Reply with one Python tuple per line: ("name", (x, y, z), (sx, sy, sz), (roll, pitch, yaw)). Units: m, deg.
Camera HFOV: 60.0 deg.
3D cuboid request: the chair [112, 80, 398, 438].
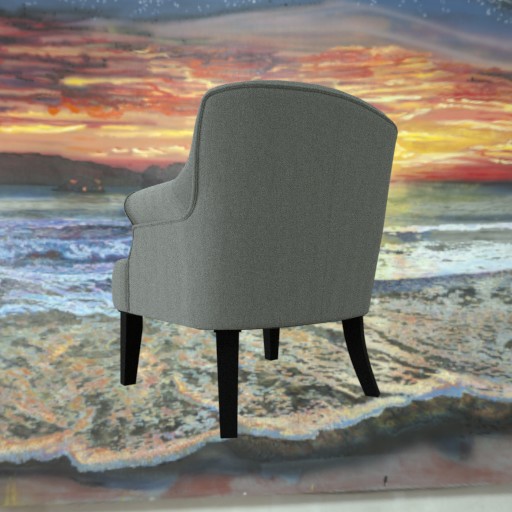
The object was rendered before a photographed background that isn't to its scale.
("chair", (0.000, 0.000, 1.454), (0.772, 0.880, 0.755), (0, 0, -36))
